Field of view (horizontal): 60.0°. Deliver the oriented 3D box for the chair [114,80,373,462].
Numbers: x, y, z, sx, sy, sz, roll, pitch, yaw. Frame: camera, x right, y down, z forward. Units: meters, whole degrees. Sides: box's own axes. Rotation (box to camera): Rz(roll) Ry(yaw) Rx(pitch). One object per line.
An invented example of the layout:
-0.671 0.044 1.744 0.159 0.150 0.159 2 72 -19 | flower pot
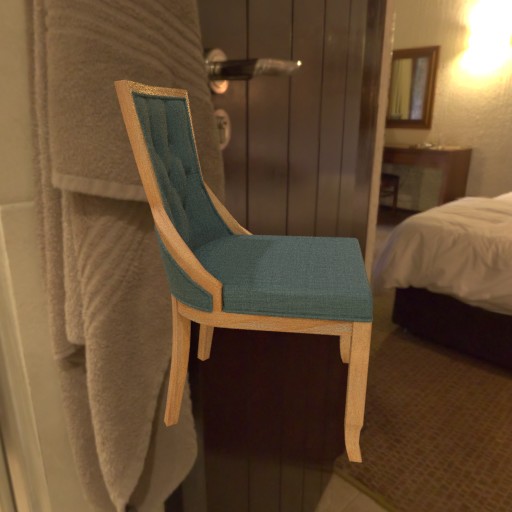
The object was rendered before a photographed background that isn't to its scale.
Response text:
0.000 0.000 1.312 0.641 0.947 0.524 3 18 8 | chair
